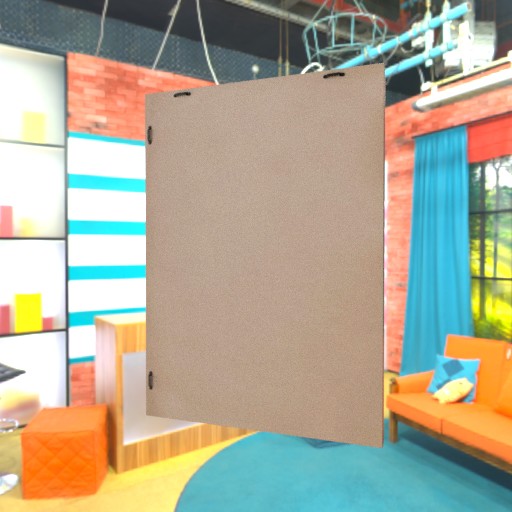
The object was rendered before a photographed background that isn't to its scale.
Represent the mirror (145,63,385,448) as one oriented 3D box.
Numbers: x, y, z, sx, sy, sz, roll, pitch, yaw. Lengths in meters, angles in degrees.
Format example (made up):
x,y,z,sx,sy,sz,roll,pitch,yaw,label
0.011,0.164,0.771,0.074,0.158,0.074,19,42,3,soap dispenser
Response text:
x,y,z,sx,sy,sz,roll,pitch,yaw,label
0.000,0.000,0.912,0.507,0.710,0.039,0,1,19,mirror
